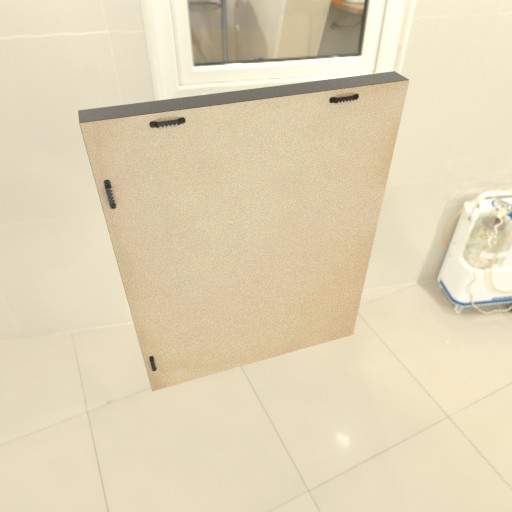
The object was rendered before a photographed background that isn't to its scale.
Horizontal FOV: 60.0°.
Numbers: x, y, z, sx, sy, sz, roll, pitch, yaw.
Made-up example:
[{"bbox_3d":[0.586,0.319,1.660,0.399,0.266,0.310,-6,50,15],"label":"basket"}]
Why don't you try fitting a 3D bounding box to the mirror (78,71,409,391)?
[{"bbox_3d":[0.000,0.000,0.694,0.405,0.508,0.041,-12,42,-14],"label":"mirror"}]
